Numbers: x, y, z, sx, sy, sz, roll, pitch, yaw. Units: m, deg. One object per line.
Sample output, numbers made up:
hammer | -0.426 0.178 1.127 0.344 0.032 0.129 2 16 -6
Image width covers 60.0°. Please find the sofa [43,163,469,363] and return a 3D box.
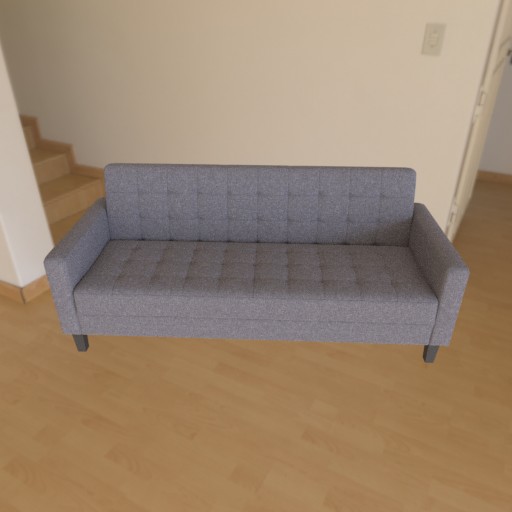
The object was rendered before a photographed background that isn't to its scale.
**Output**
sofa | 0.000 0.000 2.497 2.040 0.850 0.810 1 30 2
